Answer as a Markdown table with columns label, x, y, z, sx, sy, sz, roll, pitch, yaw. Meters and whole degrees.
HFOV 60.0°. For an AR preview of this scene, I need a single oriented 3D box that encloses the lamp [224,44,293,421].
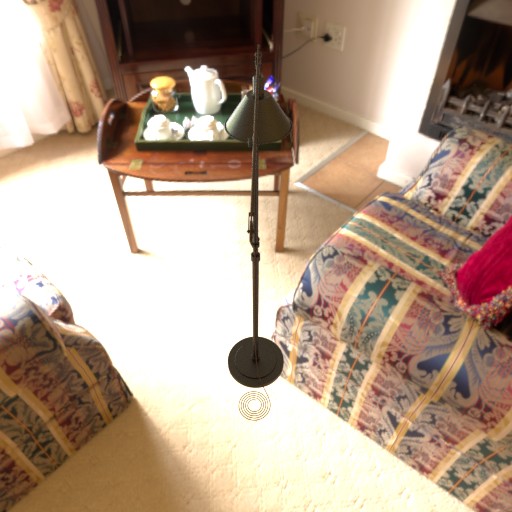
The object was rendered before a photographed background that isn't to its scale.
| label | x | y | z | sx | sy | sz | roll | pitch | yaw |
| --- | --- | --- | --- | --- | --- | --- | --- | --- | --- |
| lamp | 0.000 | 0.000 | 1.994 | 0.319 | 1.626 | 0.904 | 1 | 46 | 1 |
